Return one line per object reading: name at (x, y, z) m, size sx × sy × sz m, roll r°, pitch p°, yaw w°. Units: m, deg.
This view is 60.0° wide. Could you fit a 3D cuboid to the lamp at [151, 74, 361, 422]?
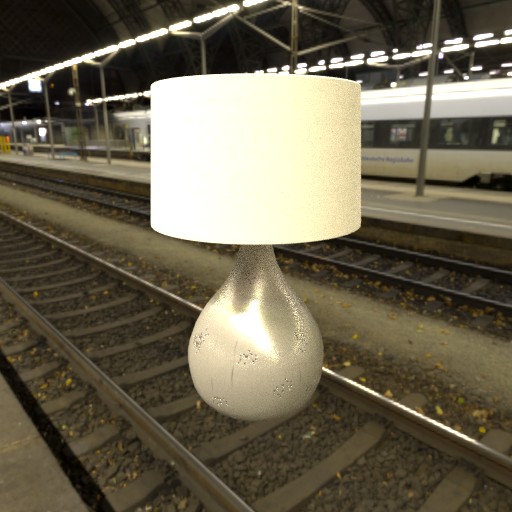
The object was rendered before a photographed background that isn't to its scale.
lamp at (0.000, 0.000, 0.731) m, size 0.330 × 0.521 × 0.330 m, roll 0°, pitch 15°, yaw 0°
